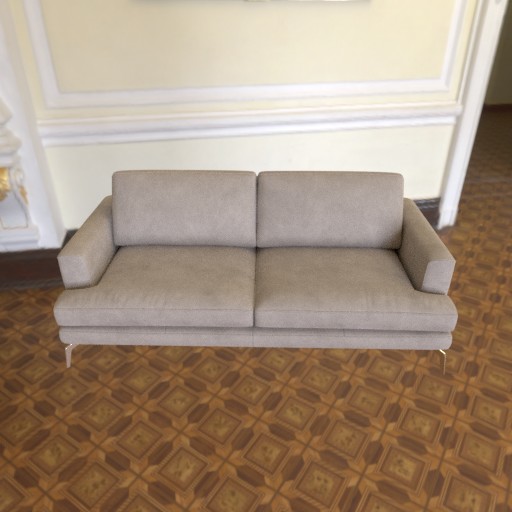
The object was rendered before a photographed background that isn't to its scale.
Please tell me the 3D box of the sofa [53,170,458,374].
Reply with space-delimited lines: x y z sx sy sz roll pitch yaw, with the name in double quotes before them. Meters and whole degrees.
"sofa" 0.000 0.000 2.537 2.013 0.830 0.980 1 30 1
